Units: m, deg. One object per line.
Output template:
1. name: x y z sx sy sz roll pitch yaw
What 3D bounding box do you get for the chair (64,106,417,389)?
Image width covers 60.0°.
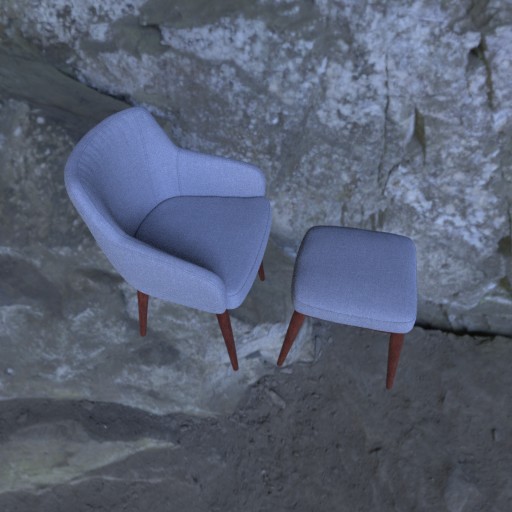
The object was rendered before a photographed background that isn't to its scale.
1. chair: 0.000 0.000 1.551 1.107 0.799 0.584 10 47 9
